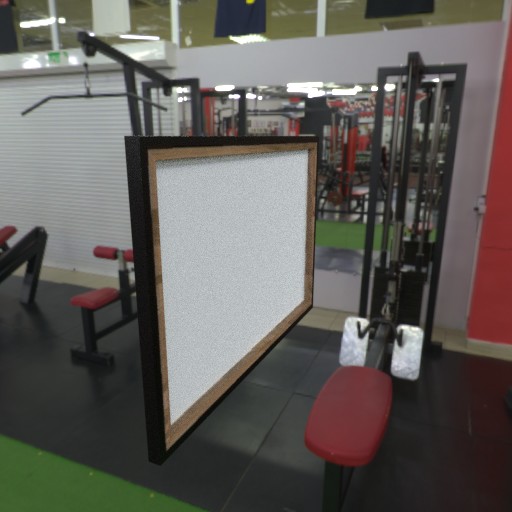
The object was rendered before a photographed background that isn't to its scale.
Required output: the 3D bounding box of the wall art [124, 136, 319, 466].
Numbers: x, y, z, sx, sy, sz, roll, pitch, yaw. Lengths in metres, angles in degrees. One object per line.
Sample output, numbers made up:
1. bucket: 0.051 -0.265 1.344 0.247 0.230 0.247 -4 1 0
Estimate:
1. wall art: 0.000 0.000 0.852 0.022 0.446 0.659 7 17 25
